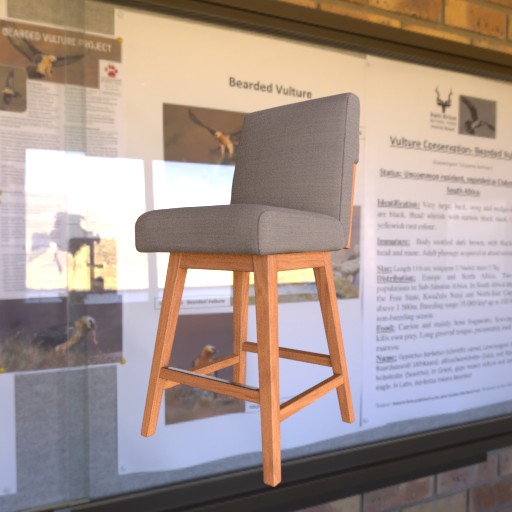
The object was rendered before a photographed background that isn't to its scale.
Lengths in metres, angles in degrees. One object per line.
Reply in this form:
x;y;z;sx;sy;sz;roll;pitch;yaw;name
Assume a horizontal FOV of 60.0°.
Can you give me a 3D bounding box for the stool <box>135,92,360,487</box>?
0.000;0.000;1.314;0.459;1.019;0.570;1;3;36;stool
